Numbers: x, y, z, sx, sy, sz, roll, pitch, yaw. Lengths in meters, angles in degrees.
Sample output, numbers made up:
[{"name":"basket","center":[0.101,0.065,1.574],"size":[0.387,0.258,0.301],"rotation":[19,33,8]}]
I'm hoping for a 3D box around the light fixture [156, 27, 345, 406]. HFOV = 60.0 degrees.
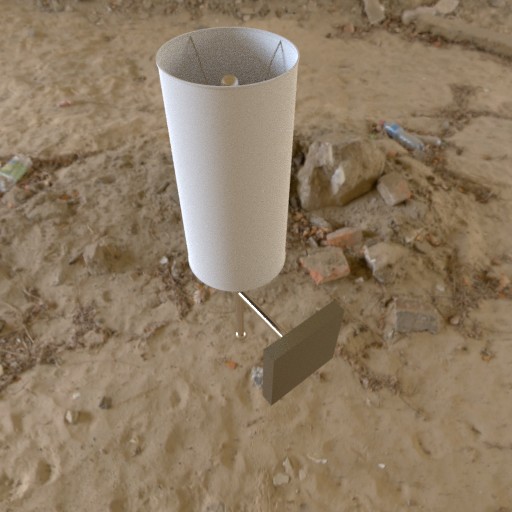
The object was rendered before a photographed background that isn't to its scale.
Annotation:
[{"name":"light fixture","center":[0.000,0.000,0.543],"size":[0.128,0.462,0.208],"rotation":[-30,54,-25]}]
